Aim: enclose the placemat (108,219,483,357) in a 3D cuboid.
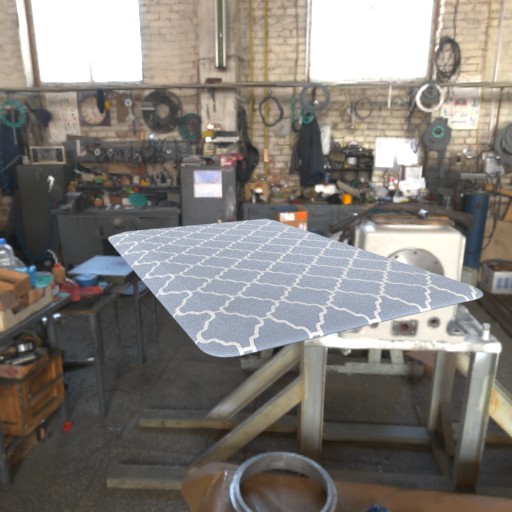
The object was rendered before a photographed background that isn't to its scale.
[{"bbox_3d":[0.000,0.000,0.960,0.508,0.021,0.762,-8,17,-26],"label":"placemat"}]
